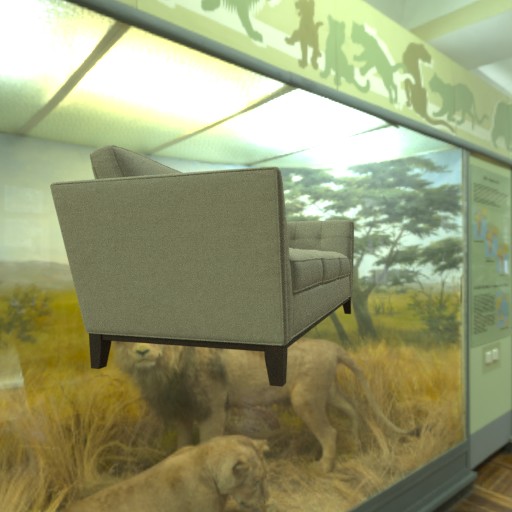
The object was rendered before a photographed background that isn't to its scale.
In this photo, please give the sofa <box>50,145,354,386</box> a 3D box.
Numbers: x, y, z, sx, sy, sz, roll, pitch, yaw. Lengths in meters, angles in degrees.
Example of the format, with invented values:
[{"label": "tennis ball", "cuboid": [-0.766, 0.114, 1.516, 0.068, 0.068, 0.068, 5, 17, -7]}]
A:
[{"label": "sofa", "cuboid": [0.000, 0.000, 2.763, 0.965, 0.940, 2.388, 0, 0, 18]}]
